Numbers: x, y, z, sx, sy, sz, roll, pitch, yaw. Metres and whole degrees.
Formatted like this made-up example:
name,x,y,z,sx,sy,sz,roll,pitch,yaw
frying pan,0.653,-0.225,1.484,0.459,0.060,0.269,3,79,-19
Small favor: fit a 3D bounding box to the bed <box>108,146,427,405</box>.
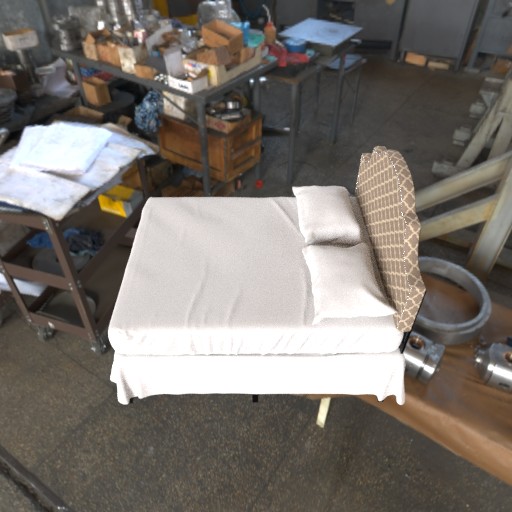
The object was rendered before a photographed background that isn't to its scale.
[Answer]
name,x,y,z,sx,sy,sz,roll,pitch,yaw
bed,0.000,0.000,3.427,2.222,1.633,1.780,0,42,0
